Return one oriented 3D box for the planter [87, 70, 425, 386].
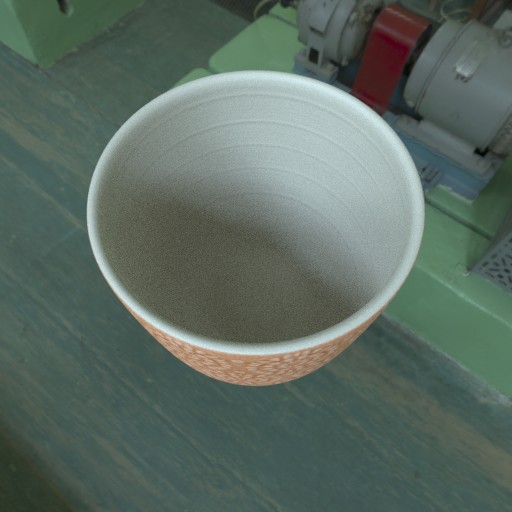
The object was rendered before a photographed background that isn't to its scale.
[{"bbox_3d":[0.000,0.000,0.359,0.208,0.190,0.208,0,64,0],"label":"planter"}]
